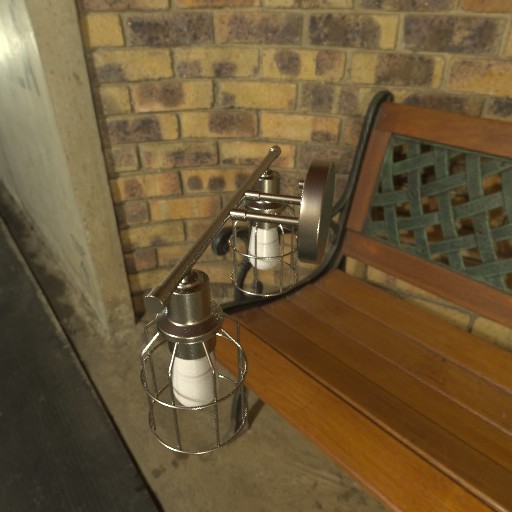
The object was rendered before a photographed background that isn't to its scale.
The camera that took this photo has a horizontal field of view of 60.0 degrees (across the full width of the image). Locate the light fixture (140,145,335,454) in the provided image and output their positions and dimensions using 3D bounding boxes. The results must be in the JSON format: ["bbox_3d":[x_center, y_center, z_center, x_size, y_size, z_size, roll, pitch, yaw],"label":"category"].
[{"bbox_3d":[0.000,0.000,0.549,0.165,0.254,0.406,8,32,14],"label":"light fixture"}]
